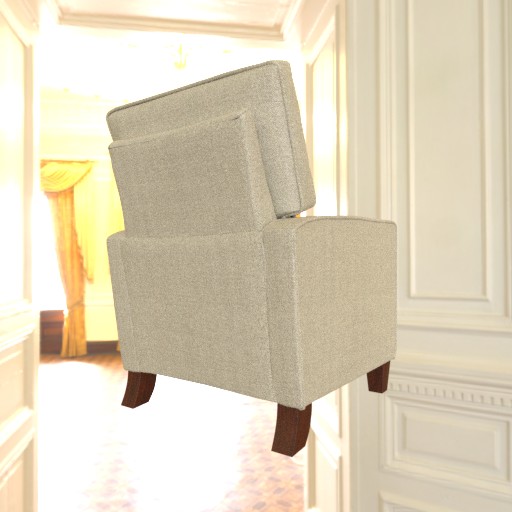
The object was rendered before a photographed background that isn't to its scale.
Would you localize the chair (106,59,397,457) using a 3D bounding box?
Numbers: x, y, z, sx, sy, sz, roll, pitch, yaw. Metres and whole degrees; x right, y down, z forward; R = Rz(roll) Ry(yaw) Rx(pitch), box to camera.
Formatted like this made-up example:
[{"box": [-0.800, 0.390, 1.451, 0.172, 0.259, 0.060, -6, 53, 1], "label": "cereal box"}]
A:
[{"box": [0.000, 0.000, 1.368, 0.648, 0.888, 0.754, 0, -1, 36], "label": "chair"}]
